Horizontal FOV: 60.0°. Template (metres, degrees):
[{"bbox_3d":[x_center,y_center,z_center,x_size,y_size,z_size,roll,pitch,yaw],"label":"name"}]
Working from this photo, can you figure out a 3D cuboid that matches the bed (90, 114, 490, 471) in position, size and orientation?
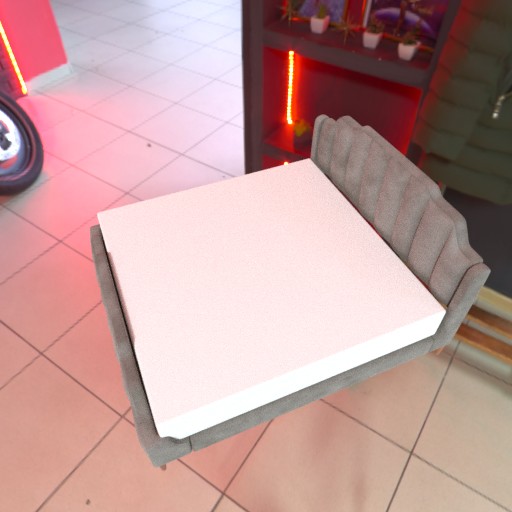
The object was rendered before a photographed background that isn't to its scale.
[{"bbox_3d":[0.000,0.000,3.389,2.340,1.245,2.074,-17,49,-16],"label":"bed"}]
